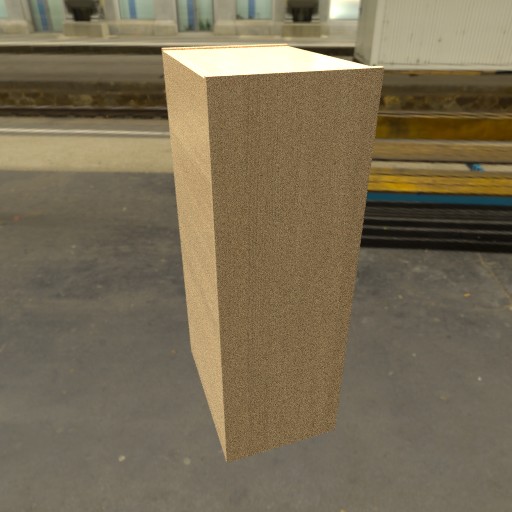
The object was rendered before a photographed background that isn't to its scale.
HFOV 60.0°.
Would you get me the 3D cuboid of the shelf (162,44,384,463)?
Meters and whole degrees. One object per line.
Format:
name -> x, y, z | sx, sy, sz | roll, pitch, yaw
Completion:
shelf -> 0.000, 0.000, 1.060 | 0.292, 0.876, 0.417 | -10, 32, -16
